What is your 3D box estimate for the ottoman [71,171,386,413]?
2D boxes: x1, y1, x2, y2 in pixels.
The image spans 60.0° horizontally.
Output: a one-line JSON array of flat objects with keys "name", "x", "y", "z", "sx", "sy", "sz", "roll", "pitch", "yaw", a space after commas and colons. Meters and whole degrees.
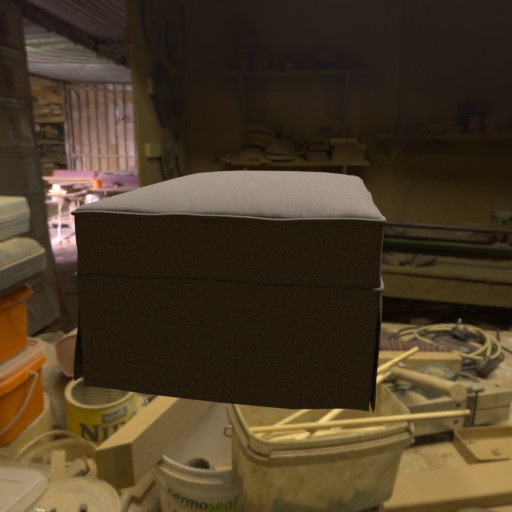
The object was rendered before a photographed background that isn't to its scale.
[{"name": "ottoman", "x": 0.000, "y": 0.000, "z": 1.328, "sx": 0.703, "sy": 0.479, "sz": 0.944, "roll": 3, "pitch": 15, "yaw": 10}]
